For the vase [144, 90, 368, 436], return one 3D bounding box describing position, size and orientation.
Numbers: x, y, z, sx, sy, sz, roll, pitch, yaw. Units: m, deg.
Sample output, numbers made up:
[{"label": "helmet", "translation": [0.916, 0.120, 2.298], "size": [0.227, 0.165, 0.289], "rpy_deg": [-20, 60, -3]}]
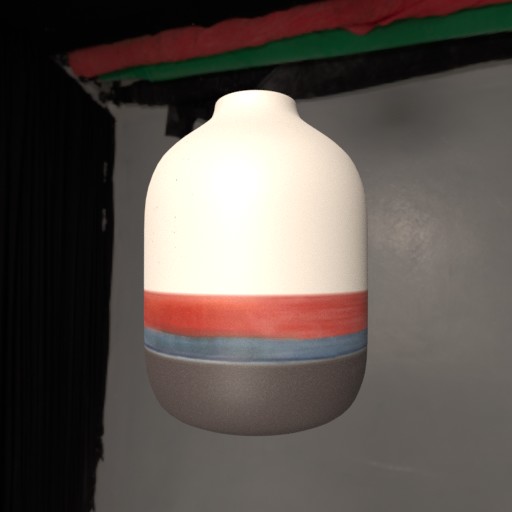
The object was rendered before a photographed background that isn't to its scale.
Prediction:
[{"label": "vase", "translation": [0.000, 0.000, 0.346], "size": [0.169, 0.237, 0.169], "rpy_deg": [0, -1, 0]}]
